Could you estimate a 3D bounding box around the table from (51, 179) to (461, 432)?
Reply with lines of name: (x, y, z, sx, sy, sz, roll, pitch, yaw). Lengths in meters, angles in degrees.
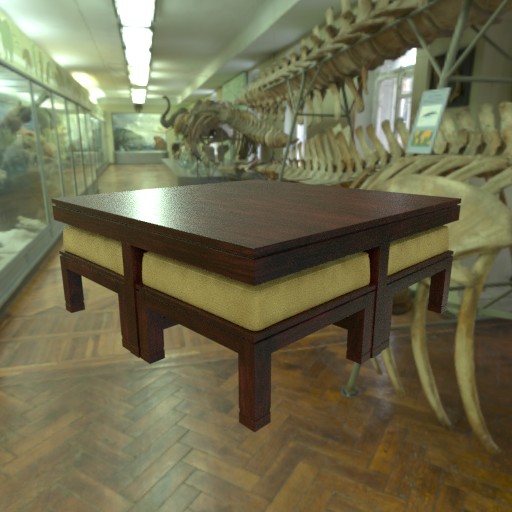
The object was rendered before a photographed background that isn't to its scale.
table: (0.000, 0.000, 1.368, 0.865, 0.356, 0.865, -14, 21, -43)
